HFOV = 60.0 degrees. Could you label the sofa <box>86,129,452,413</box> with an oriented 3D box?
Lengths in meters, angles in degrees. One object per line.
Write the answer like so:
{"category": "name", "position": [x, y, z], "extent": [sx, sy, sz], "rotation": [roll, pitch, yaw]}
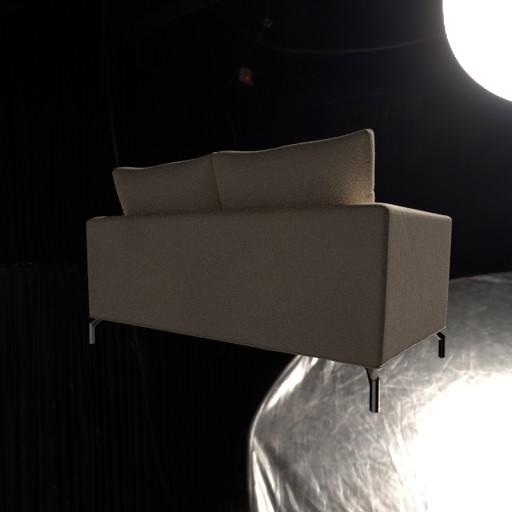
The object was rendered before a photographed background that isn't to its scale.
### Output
{"category": "sofa", "position": [0.000, 0.000, 2.336], "extent": [1.739, 0.995, 0.906], "rotation": [2, 3, 37]}
